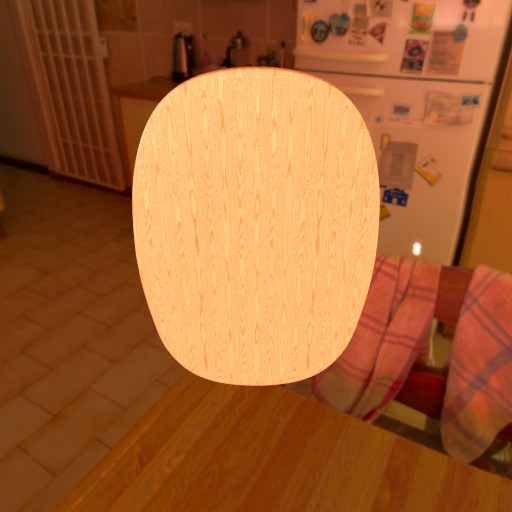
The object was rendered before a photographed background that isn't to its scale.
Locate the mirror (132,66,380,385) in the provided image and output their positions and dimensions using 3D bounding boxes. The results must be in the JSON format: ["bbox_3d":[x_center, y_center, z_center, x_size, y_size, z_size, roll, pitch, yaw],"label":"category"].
[{"bbox_3d":[0.000,0.000,1.362,0.724,1.075,0.037,0,30,0],"label":"mirror"}]
